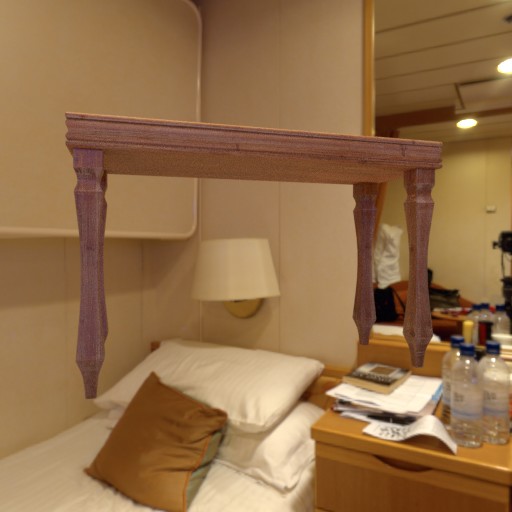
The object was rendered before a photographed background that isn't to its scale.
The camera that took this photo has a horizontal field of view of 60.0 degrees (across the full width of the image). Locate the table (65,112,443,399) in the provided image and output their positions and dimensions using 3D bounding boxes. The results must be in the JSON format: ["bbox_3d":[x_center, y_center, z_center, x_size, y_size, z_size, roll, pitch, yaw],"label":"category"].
[{"bbox_3d":[0.000,0.000,1.755,1.330,0.873,0.522,0,2,-17],"label":"table"}]
